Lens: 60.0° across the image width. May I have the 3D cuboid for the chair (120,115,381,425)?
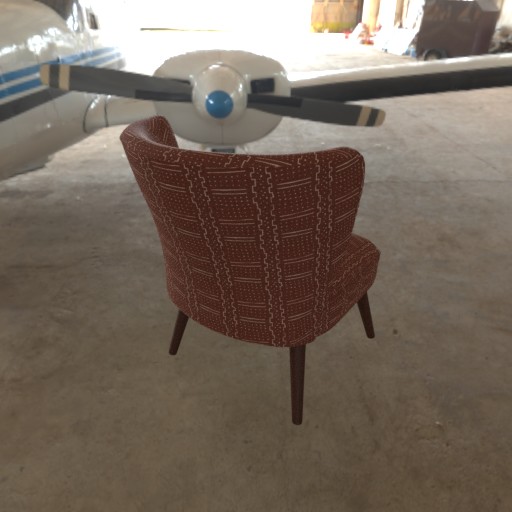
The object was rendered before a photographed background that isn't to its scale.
[{"bbox_3d":[0.000,0.000,1.444,0.706,0.866,0.758,19,34,31],"label":"chair"}]
